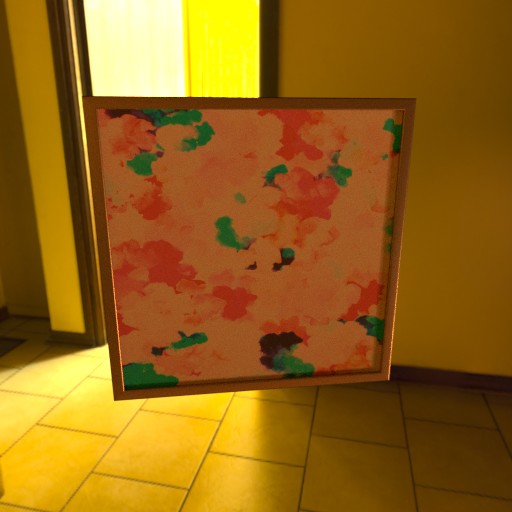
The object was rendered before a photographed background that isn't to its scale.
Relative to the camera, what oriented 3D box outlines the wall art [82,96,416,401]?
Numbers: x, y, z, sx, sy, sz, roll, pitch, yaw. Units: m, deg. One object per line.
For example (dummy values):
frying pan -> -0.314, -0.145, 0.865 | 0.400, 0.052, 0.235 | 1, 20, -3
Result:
wall art -> 0.000, 0.000, 1.134 | 0.767, 0.765, 0.036 | -2, 17, -7
